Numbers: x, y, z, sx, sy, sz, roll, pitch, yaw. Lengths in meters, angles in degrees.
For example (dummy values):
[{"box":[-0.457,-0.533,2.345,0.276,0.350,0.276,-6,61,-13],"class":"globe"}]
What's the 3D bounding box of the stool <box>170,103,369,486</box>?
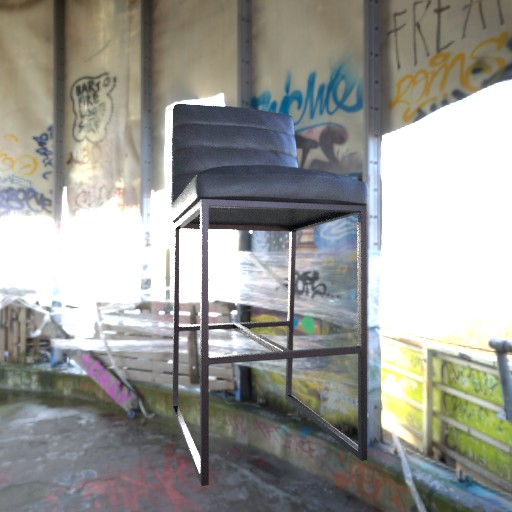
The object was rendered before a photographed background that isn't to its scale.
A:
[{"box":[0.000,0.000,1.347,0.463,1.065,0.562,0,0,-18],"class":"stool"}]
